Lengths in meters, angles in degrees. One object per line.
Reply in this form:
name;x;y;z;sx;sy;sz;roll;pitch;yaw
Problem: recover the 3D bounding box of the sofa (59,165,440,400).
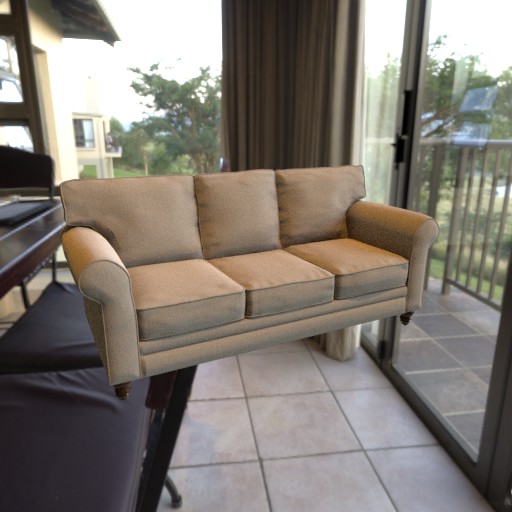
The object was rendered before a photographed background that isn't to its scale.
sofa;0.000;0.000;2.641;2.084;0.961;0.916;-8;18;-26
